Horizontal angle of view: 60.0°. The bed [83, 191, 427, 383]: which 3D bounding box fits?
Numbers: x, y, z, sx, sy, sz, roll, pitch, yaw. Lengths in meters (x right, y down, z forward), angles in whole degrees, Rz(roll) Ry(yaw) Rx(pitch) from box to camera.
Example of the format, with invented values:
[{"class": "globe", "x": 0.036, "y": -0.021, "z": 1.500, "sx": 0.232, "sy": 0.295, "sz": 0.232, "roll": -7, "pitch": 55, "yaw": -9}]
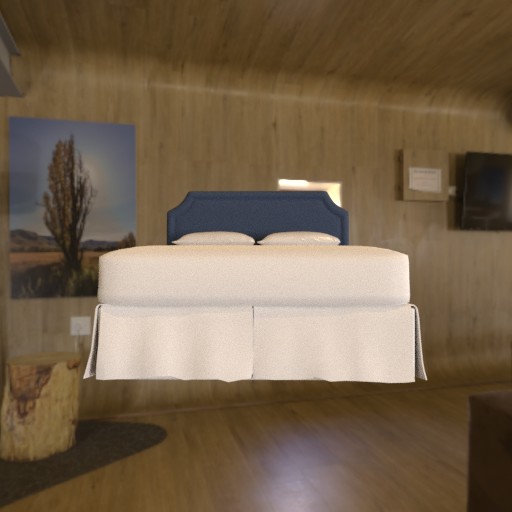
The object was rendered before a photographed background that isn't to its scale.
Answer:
[{"class": "bed", "x": 0.000, "y": 0.000, "z": 3.366, "sx": 1.831, "sy": 1.297, "sz": 2.260, "roll": 0, "pitch": 0, "yaw": 1}]
